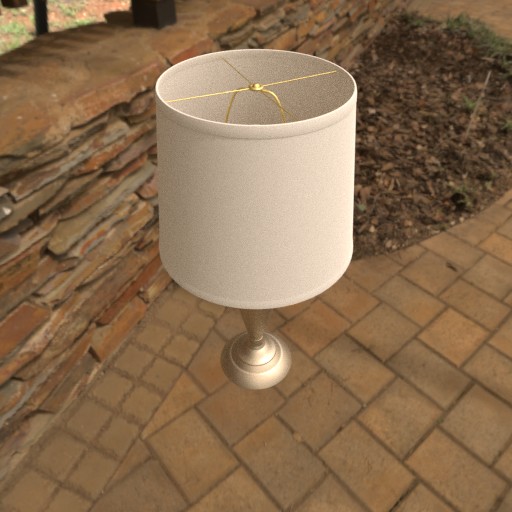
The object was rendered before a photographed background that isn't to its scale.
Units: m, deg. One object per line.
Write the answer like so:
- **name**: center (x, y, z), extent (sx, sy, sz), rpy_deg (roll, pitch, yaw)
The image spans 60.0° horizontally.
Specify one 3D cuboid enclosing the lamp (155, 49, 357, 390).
- **lamp**: center (0.000, 0.000, 0.790), extent (0.328, 0.619, 0.328), rpy_deg (0, 42, 0)
